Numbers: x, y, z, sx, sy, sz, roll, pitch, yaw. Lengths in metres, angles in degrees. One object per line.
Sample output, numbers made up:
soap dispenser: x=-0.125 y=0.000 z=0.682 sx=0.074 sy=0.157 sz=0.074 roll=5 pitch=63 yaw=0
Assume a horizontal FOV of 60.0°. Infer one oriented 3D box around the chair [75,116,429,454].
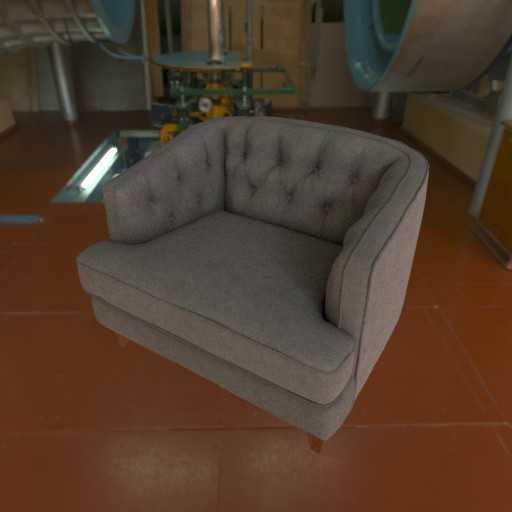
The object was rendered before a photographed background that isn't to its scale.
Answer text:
chair: x=0.000 y=0.000 z=1.758 sx=1.104 sy=0.852 sz=0.941 roll=19 pitch=36 yaw=28
